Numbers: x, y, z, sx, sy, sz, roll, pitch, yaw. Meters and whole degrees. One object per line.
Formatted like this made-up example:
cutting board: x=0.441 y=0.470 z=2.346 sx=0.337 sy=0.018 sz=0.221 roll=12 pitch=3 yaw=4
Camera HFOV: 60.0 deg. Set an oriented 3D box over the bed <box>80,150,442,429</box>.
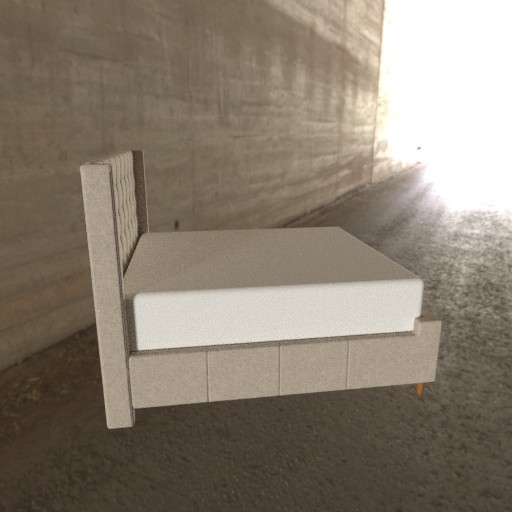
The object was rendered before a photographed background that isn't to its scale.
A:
bed: x=0.000 y=0.000 z=3.863 sx=2.370 sy=1.743 sz=2.045 roll=-2 pitch=16 yaw=-9
